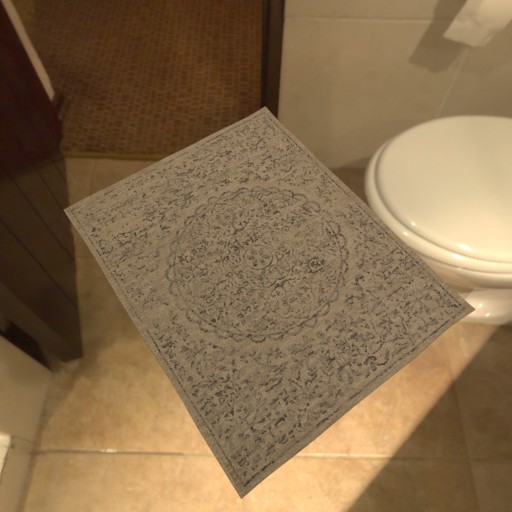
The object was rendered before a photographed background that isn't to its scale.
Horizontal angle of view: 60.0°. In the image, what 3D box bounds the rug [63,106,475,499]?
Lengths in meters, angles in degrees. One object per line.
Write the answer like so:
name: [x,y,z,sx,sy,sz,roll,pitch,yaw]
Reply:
rug: [0.000,0.000,3.890,2.343,0.026,2.925,-32,65,-17]
